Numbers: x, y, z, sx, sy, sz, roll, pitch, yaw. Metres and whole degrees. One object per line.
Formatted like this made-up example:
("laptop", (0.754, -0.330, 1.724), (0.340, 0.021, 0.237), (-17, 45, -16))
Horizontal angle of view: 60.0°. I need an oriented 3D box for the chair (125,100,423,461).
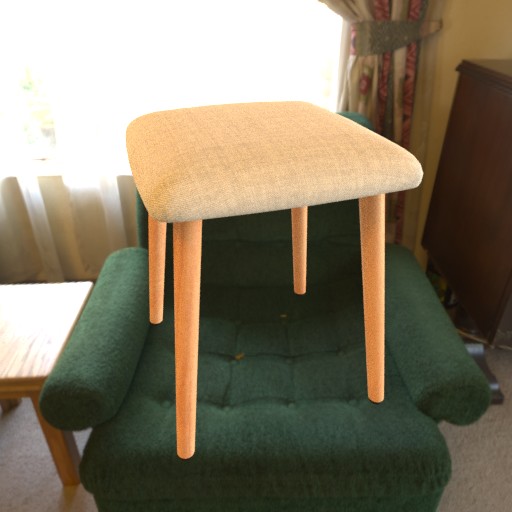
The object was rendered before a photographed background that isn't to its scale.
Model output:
("chair", (0.000, 0.000, 0.715), (0.350, 0.440, 0.350), (-10, 32, -16))
